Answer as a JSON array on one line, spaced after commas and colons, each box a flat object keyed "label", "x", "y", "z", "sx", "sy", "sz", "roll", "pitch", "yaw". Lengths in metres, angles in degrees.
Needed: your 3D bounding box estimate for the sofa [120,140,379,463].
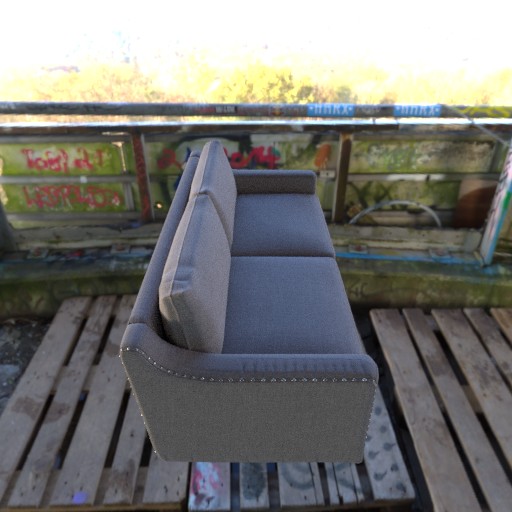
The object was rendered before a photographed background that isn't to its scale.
[{"label": "sofa", "x": 0.000, "y": 0.000, "z": 2.669, "sx": 1.000, "sy": 0.857, "sz": 2.208, "roll": 0, "pitch": 32, "yaw": 0}]
